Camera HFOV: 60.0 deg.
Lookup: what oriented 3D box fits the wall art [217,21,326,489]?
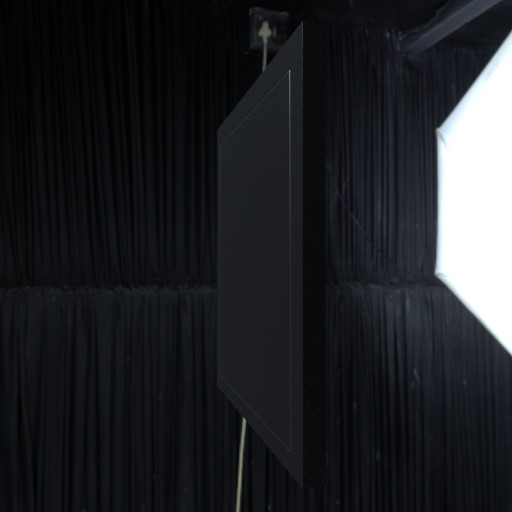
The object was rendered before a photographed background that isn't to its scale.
[{"bbox_3d":[0.000,0.000,0.754,0.031,0.558,0.461,0,-1,-18],"label":"wall art"}]
